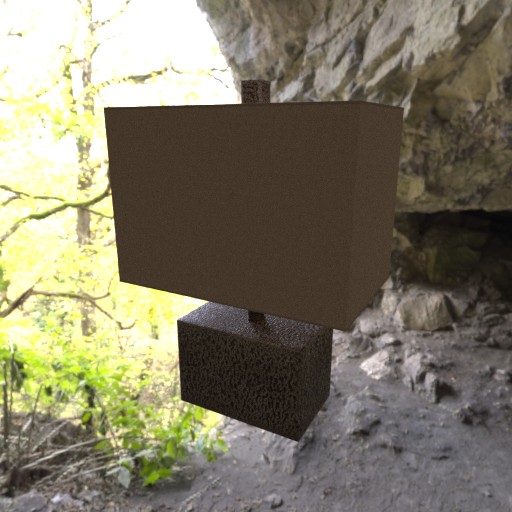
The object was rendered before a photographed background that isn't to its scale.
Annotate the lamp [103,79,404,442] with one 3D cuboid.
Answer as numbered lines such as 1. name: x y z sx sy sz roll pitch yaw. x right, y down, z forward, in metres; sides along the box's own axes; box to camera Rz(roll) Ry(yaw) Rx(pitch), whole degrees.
1. lamp: 0.000 0.000 0.557 0.294 0.411 0.180 9 19 27
